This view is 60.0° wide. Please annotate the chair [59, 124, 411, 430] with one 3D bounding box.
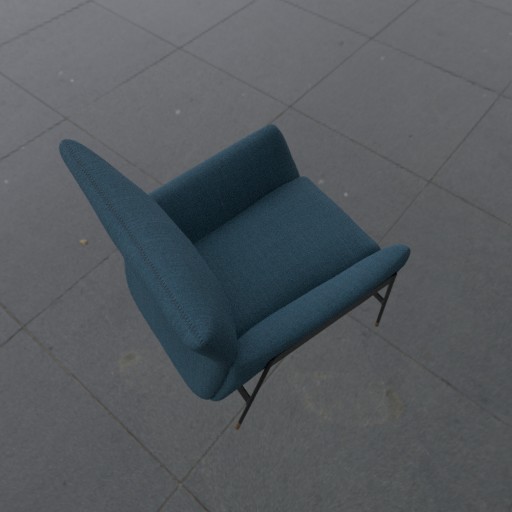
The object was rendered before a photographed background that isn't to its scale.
[{"bbox_3d":[0.000,0.000,1.418,0.769,0.859,0.678,-31,62,-19],"label":"chair"}]
